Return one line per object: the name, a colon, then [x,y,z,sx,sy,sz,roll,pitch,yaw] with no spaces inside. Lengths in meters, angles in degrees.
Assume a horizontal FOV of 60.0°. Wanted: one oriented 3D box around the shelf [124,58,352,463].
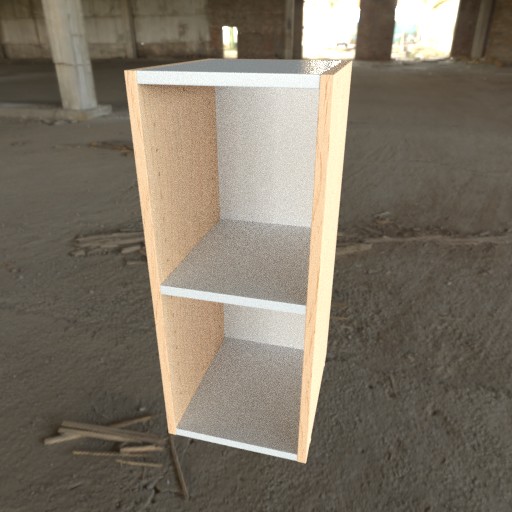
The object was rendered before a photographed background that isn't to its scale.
shelf: [0.000,0.000,0.756,0.250,0.600,0.290,7,27,13]
